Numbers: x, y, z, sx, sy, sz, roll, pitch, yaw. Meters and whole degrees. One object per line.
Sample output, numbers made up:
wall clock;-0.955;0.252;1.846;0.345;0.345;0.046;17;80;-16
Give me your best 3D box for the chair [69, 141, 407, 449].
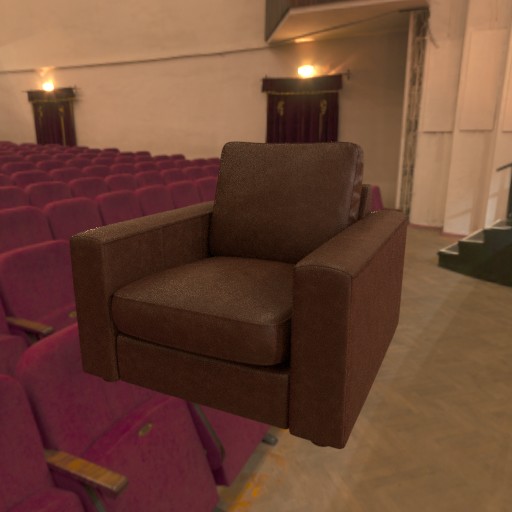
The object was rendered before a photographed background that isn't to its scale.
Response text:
chair;0.000;0.000;1.752;1.005;0.873;1.016;7;16;25
